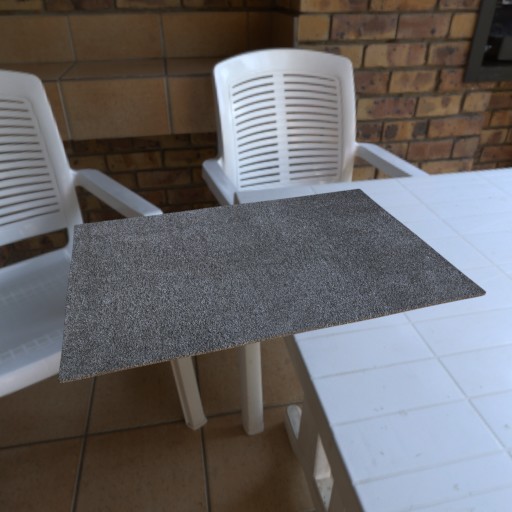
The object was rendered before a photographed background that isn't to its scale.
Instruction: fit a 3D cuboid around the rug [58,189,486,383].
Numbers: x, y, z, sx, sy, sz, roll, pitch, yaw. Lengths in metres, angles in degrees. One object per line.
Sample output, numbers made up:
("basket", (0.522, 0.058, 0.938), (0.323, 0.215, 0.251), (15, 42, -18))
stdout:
("rug", (0.000, 0.000, 3.380), (2.699, 0.026, 1.802), (-9, 33, -14))
